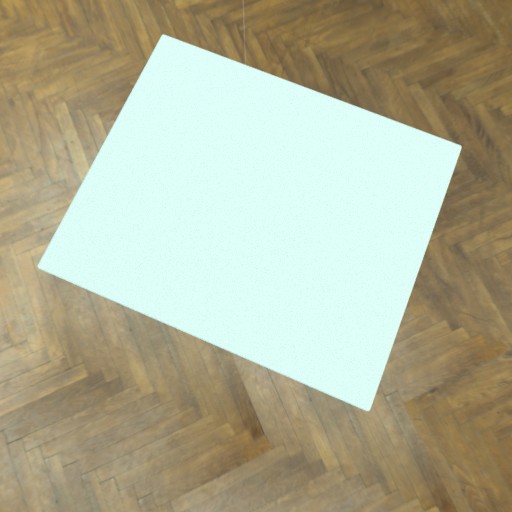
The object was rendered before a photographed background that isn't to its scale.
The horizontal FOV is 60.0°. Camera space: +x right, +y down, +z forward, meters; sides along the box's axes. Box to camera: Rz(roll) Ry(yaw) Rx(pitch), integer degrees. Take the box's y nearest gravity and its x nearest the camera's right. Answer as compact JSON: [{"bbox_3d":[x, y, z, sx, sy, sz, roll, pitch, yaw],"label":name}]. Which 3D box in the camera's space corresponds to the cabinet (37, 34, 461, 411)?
[{"bbox_3d":[0.000,0.000,1.024,0.520,0.723,0.431,22,78,5],"label":"cabinet"}]
